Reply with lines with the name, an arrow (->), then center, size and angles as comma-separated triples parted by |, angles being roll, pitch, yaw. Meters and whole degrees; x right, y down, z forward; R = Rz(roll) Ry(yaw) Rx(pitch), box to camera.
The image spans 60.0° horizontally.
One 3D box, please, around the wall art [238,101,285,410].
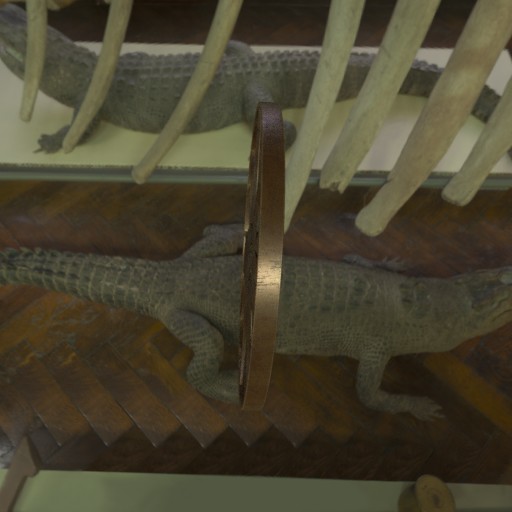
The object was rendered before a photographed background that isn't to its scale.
wall art -> 0.000, 0.000, 0.885 | 0.084, 0.583, 0.582 | 1, 58, 0
